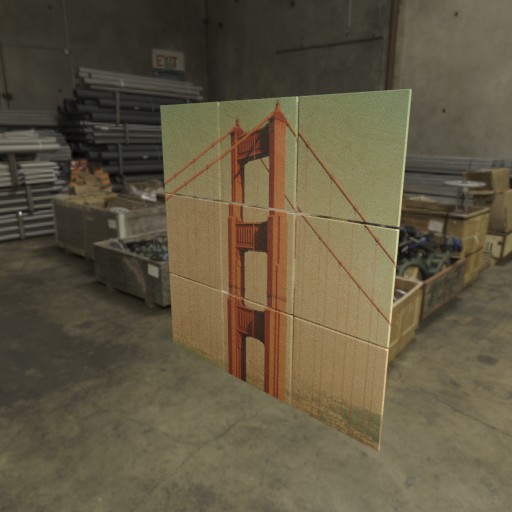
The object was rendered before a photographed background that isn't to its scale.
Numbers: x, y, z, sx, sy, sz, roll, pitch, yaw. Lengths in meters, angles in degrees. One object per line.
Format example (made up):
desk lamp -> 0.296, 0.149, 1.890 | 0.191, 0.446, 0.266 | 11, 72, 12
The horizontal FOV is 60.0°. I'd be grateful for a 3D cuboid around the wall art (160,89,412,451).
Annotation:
wall art -> 0.000, 0.000, 1.828 | 1.214, 1.219, 0.013 | 14, 21, 41
